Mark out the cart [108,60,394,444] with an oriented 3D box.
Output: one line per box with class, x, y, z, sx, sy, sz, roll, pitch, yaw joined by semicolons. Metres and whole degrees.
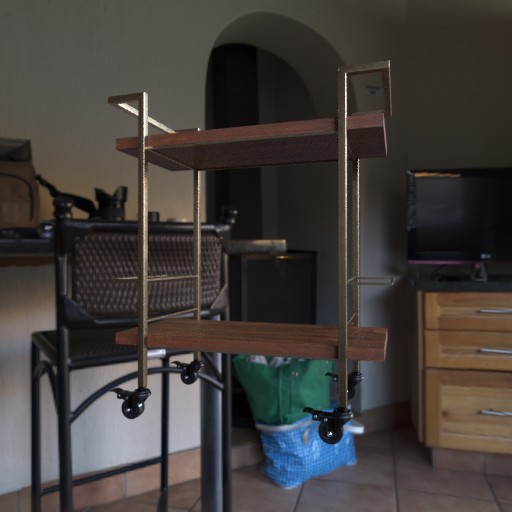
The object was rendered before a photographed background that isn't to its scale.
cart;0.000;0.000;1.173;0.695;0.807;0.364;0;0;18
